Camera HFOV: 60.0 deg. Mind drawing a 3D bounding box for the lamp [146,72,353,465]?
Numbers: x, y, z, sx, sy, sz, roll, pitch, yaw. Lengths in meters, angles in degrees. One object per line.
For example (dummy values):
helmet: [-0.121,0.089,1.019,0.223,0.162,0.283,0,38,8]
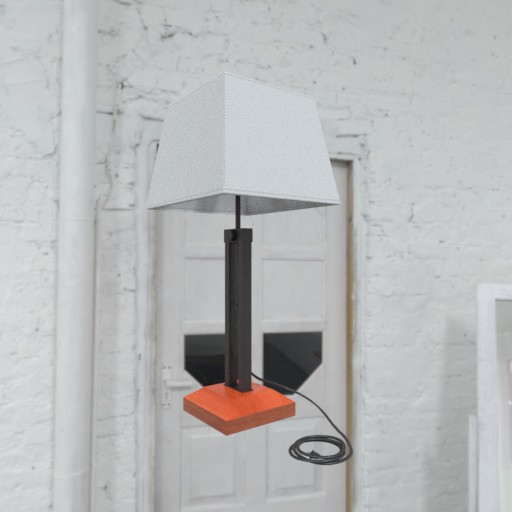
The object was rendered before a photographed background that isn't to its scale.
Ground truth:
lamp: [0.000,0.000,0.983,0.310,0.737,0.498,0,0,-36]
